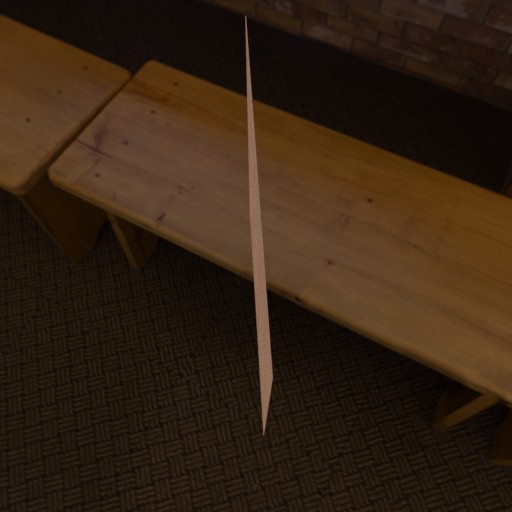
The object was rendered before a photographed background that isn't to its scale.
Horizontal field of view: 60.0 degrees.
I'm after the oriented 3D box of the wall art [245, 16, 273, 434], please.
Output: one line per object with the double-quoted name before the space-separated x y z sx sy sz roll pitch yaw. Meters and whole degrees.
"wall art" 0.000 0.000 2.199 0.002 1.505 1.517 -3 63 -2
